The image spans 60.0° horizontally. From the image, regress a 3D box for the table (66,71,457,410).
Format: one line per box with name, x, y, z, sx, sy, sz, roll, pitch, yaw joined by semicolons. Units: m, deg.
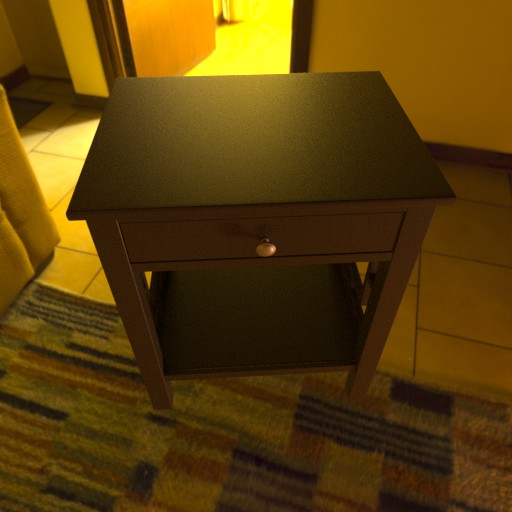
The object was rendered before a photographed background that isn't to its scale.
table;0.000;0.000;1.013;0.564;0.646;0.451;-3;46;-2
